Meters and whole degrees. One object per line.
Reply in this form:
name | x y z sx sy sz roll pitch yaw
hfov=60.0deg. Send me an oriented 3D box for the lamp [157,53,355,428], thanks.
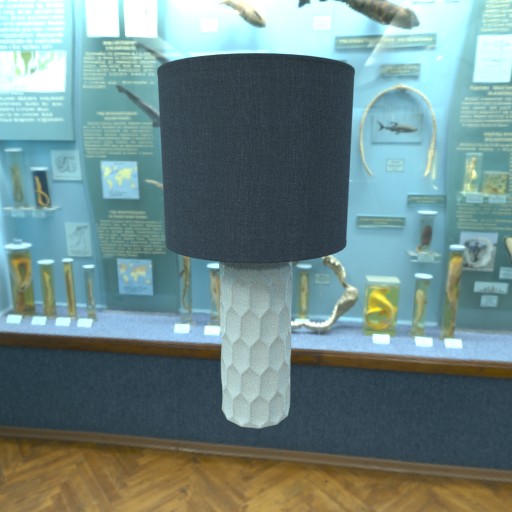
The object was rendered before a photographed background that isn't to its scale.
lamp | 0.000 0.000 0.696 0.277 0.537 0.277 2 14 9
